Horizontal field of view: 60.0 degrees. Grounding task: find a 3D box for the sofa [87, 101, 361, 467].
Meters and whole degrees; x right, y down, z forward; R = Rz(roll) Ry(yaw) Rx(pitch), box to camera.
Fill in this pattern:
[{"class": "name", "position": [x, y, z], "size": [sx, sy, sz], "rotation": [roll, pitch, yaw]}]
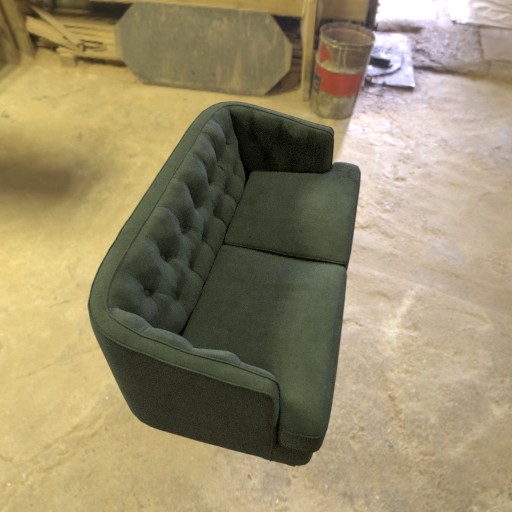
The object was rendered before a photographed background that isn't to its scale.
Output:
[{"class": "sofa", "position": [0.000, 0.000, 2.235], "size": [0.941, 0.855, 1.733], "rotation": [10, 47, 9]}]
